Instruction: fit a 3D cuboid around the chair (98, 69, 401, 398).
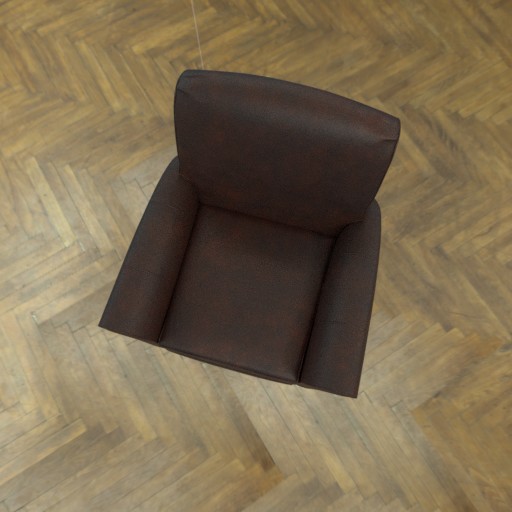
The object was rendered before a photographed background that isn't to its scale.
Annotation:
[{"bbox_3d":[0.000,0.000,1.784,0.978,1.061,0.902,15,75,4],"label":"chair"}]
